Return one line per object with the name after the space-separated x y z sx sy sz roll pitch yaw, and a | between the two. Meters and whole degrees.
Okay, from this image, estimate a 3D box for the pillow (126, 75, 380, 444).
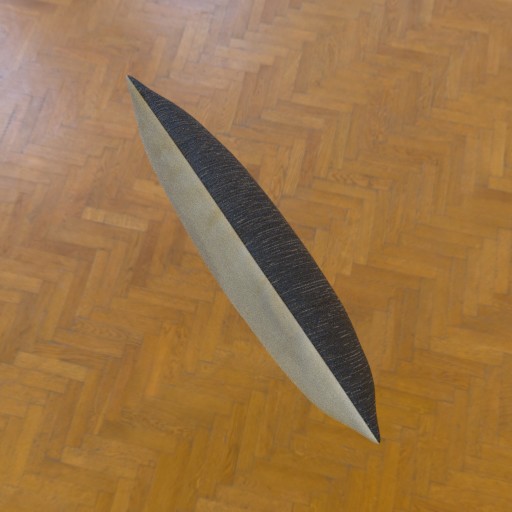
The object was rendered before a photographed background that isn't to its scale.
0.000 0.000 0.735 0.156 0.305 0.608 -33 77 -8 | pillow
